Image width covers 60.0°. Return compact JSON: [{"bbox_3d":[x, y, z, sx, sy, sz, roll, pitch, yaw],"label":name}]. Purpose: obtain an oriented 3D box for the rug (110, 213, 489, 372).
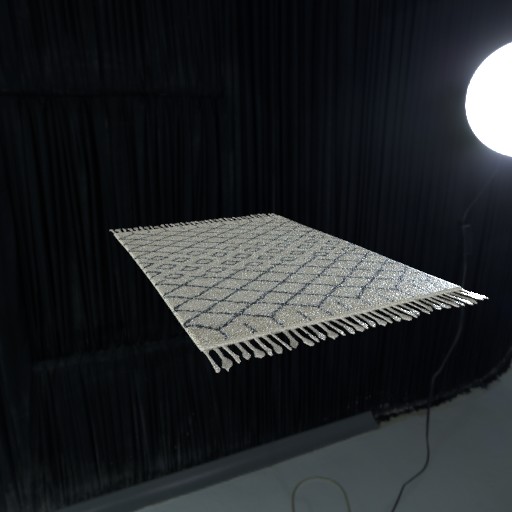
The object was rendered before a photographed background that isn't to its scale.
[{"bbox_3d":[0.000,0.000,3.231,1.664,0.029,2.615,-9,20,-25],"label":"rug"}]
